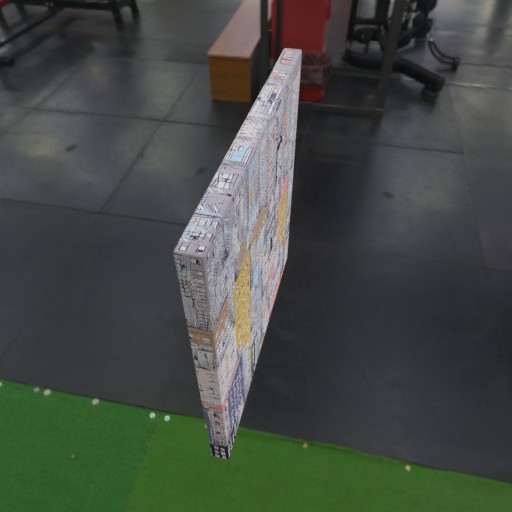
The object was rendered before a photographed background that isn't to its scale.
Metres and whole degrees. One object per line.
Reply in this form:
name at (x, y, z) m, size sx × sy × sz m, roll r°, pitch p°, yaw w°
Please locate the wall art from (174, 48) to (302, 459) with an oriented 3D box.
wall art at (0.000, 0.000, 1.145) m, size 0.048 × 0.762 × 0.761 m, roll 10°, pitch 47°, yaw 10°
